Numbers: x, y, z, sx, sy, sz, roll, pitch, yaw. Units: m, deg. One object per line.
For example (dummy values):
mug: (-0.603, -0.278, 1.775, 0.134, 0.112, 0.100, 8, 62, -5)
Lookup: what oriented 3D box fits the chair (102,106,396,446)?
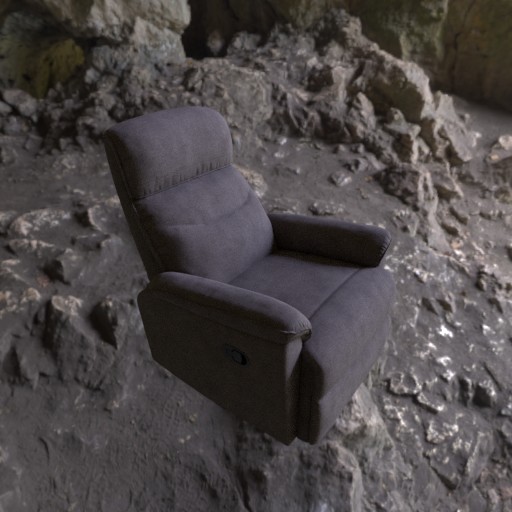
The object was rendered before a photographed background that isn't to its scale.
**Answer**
chair: (0.000, 0.000, 1.765, 1.009, 1.036, 0.830, 18, 33, 31)
